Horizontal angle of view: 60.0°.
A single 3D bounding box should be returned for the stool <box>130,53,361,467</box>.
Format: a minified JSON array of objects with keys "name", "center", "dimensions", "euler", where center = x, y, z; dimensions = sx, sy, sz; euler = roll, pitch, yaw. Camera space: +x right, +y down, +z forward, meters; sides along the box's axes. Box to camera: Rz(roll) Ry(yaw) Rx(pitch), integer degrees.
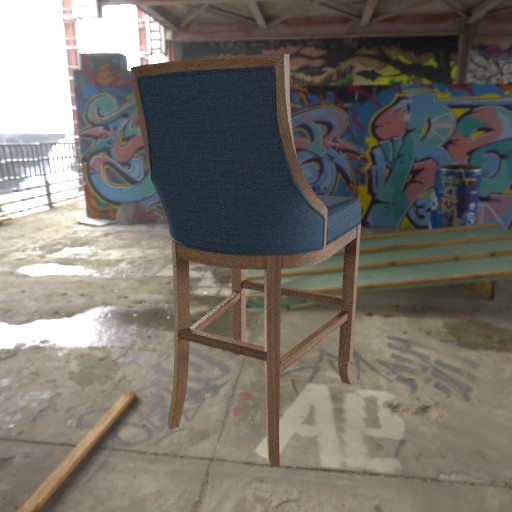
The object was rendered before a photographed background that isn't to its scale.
[{"name":"stool","center":[0.000,0.000,1.431],"dimensions":[0.524,1.101,0.626],"euler":[8,17,27]}]
